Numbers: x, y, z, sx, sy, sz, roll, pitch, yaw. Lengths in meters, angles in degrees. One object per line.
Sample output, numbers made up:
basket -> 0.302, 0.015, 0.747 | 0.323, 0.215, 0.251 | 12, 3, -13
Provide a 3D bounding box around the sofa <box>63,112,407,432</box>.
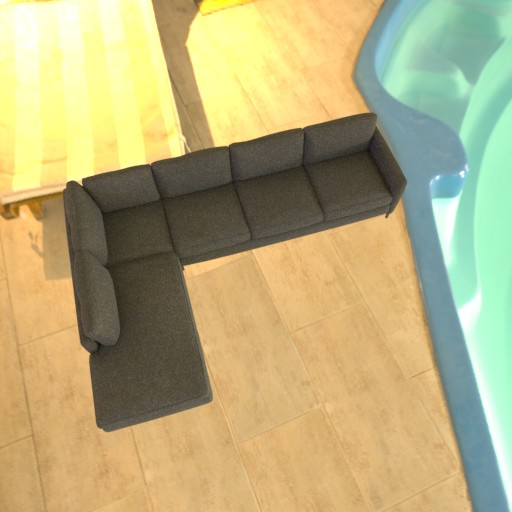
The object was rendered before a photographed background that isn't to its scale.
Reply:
sofa -> 0.000, 0.000, 3.738 | 2.949, 0.815, 2.007 | -15, 64, -8
